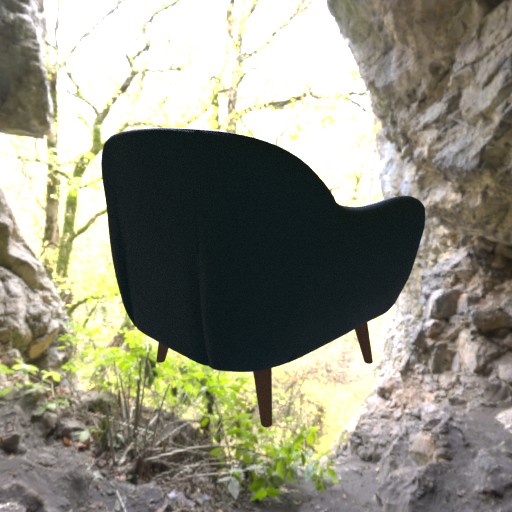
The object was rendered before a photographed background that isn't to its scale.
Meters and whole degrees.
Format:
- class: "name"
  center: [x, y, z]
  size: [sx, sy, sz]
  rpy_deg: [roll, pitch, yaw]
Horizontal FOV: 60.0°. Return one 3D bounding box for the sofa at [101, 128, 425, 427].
- class: "sofa"
  center: [0.000, 0.000, 1.516]
  size: [0.825, 0.817, 0.836]
  rpy_deg: [-13, 19, -43]
